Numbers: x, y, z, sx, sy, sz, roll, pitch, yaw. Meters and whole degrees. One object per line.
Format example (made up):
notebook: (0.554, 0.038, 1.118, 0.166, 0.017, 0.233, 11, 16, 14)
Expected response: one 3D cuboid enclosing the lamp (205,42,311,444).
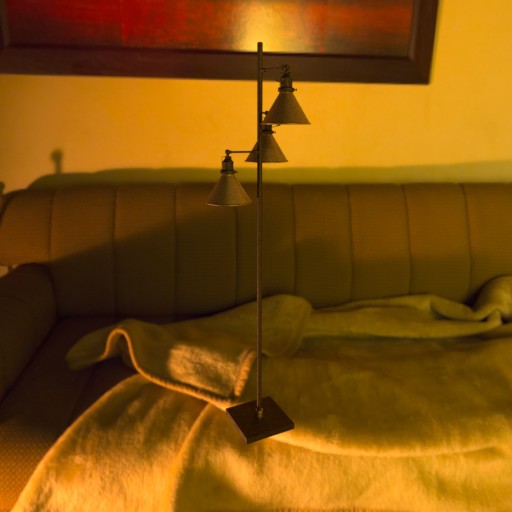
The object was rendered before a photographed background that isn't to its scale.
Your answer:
lamp: (0.000, 0.000, 1.938, 0.415, 1.716, 0.428, -8, 18, -25)
